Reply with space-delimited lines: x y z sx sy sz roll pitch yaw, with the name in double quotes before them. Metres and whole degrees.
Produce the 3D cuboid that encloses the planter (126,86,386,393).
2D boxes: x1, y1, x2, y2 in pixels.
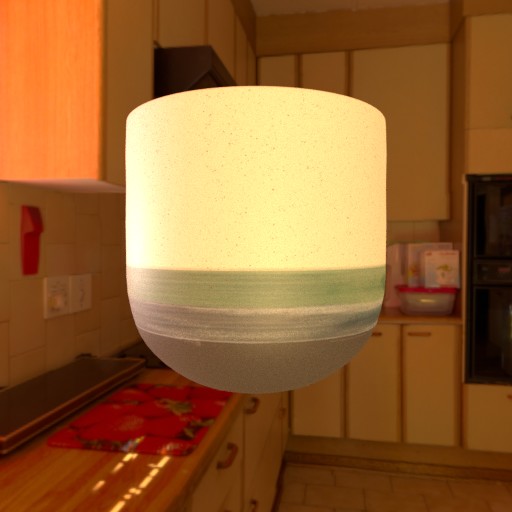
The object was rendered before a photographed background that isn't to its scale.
"planter" 0.000 0.000 0.477 0.268 0.270 0.268 0 2 0
